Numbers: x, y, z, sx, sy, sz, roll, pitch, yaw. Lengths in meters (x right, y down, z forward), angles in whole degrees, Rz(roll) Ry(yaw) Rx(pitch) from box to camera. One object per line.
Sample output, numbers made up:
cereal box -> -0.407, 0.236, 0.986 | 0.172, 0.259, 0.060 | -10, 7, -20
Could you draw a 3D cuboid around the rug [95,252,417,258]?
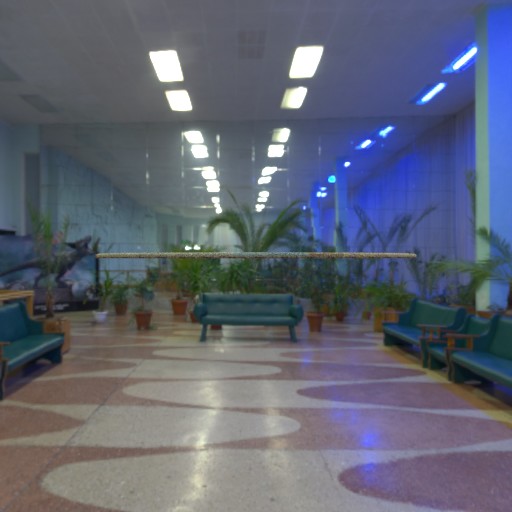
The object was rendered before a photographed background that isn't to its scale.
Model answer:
rug -> 0.000, 0.000, 3.602 | 2.461, 0.033, 2.461 | 0, 0, 0
